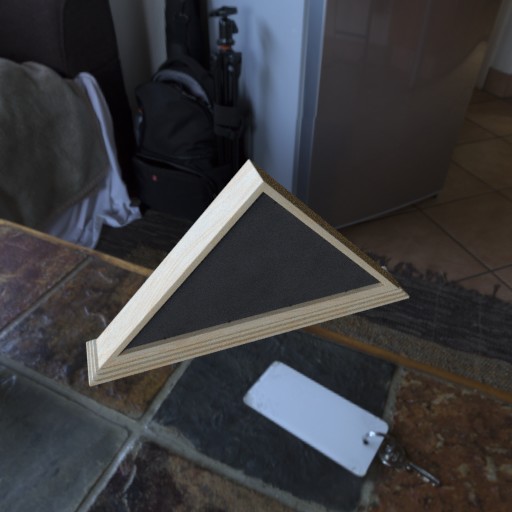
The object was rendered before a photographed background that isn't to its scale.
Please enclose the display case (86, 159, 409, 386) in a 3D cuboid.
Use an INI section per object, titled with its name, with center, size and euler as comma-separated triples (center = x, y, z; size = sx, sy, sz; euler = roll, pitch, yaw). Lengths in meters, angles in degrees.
[display case]
center = 0.000, 0.000, 0.765
size = 0.640, 0.340, 0.095
euler = -13, 43, -14
